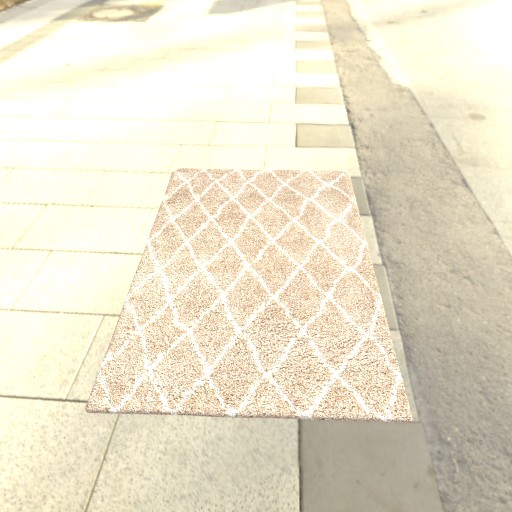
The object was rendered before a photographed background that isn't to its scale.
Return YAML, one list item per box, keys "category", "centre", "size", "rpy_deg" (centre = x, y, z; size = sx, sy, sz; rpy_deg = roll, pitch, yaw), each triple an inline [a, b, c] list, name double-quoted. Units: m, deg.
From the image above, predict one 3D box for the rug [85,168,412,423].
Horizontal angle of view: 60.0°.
- category: "rug"
  centre: [0.000, 0.000, 3.448]
  size: [1.778, 0.030, 2.743]
  rpy_deg: [1, 40, 2]
